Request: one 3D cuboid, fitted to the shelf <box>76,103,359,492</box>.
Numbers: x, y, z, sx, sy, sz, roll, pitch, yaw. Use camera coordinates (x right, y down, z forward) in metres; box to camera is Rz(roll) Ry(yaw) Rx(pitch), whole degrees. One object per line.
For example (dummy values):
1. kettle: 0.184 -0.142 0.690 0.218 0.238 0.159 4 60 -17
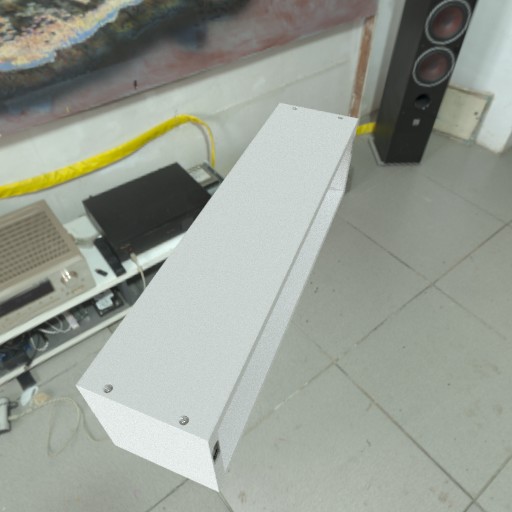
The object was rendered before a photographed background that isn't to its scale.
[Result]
1. shelf: 0.000 0.000 0.684 0.150 0.170 0.610 17 50 15
